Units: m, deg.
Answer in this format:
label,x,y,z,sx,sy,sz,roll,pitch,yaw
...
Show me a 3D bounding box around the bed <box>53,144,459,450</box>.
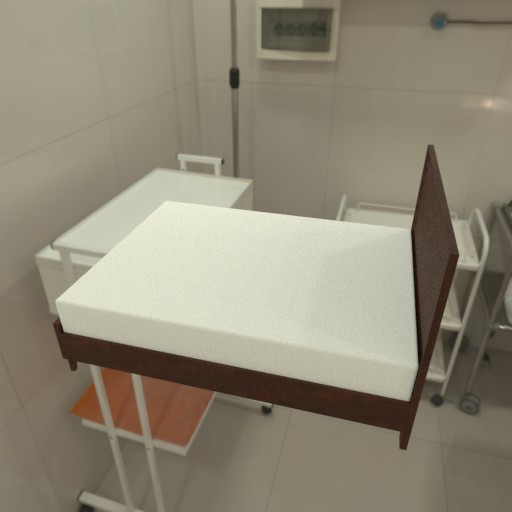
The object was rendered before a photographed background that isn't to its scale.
label,x,y,z,sx,sy,sz,roll,pitch,yaw
bed,0.000,0.000,3.068,2.184,1.270,1.600,8,32,13
